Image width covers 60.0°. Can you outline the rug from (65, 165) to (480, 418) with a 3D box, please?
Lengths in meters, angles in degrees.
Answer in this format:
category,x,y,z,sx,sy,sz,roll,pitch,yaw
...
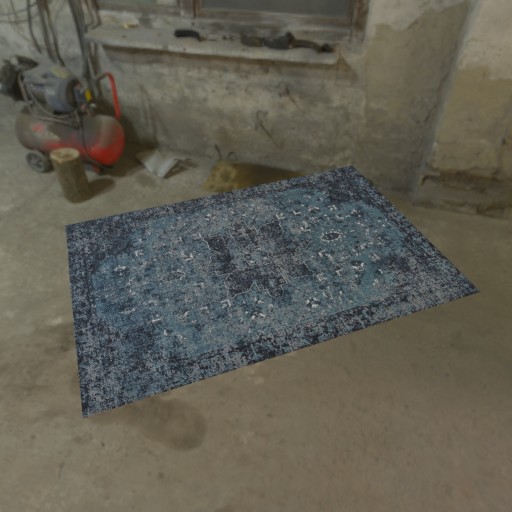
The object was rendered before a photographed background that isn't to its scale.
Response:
category,x,y,z,sx,sy,sz,roll,pitch,yaw
rug,0.000,0.000,2.297,1.828,0.005,1.219,-14,44,-15
